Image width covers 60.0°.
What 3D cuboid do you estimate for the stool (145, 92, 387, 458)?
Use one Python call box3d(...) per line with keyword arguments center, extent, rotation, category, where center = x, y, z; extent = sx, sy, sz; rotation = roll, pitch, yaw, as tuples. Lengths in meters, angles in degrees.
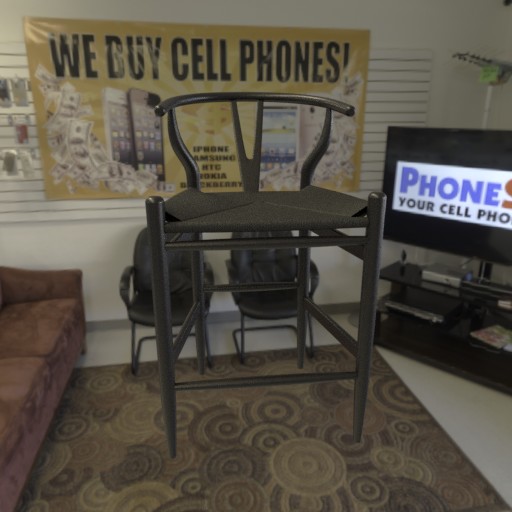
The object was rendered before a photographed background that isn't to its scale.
box3d(center=(0.000, 0.000, 1.360), extent=(0.569, 0.970, 0.579), rotation=(-2, 18, -6), category="stool")
